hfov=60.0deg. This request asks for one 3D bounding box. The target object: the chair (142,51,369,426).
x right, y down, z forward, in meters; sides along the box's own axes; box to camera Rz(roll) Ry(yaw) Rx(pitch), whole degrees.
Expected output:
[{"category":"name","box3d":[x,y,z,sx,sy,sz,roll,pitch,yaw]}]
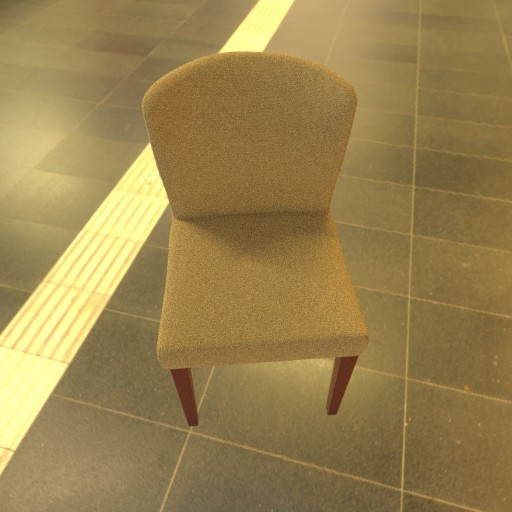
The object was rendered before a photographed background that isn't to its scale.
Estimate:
[{"category":"chair","box3d":[0.000,0.000,1.172,0.491,0.839,0.589,-3,47,-3]}]
